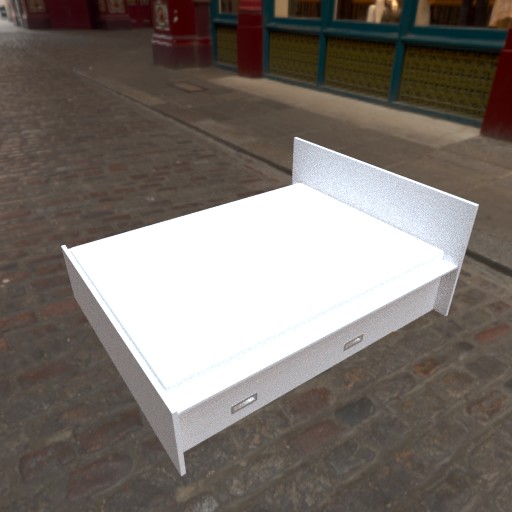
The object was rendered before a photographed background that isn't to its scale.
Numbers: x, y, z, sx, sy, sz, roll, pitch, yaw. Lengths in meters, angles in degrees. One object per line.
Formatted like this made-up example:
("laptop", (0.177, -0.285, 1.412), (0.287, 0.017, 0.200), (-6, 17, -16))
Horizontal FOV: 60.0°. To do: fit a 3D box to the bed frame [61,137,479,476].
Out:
("bed frame", (0.000, 0.000, 2.811), (1.960, 0.800, 1.622), (-20, 37, -30))
